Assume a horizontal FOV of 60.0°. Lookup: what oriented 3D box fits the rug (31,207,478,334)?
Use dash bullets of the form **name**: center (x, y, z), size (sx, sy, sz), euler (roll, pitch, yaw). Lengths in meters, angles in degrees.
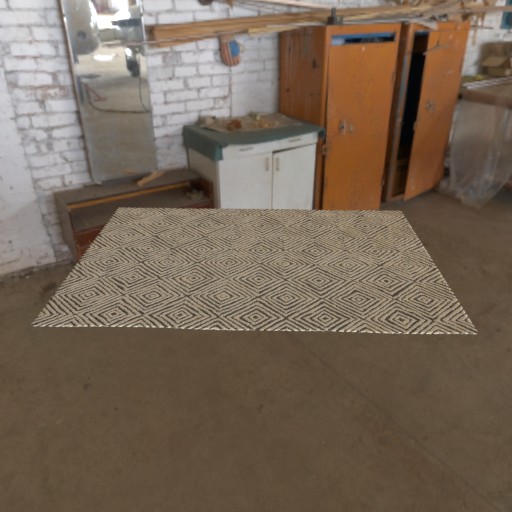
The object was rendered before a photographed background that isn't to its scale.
- **rug**: center (0.000, 0.000, 2.237), size (1.750, 0.004, 1.177), euler (1, 30, 1)
